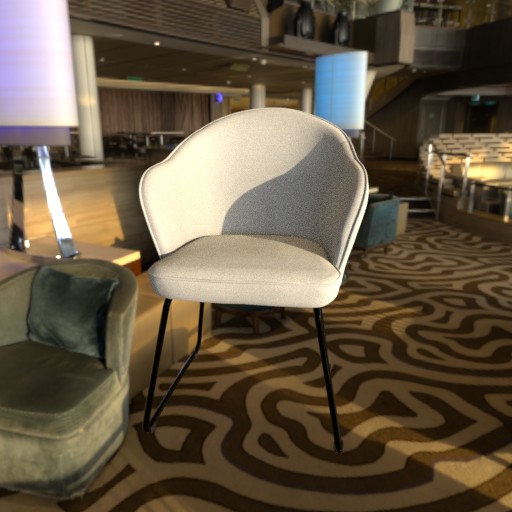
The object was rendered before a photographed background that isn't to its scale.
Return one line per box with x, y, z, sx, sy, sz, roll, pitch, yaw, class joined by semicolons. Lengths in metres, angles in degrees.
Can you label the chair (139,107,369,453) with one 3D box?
0.000;0.000;1.237;0.570;0.817;0.592;2;16;8;chair
